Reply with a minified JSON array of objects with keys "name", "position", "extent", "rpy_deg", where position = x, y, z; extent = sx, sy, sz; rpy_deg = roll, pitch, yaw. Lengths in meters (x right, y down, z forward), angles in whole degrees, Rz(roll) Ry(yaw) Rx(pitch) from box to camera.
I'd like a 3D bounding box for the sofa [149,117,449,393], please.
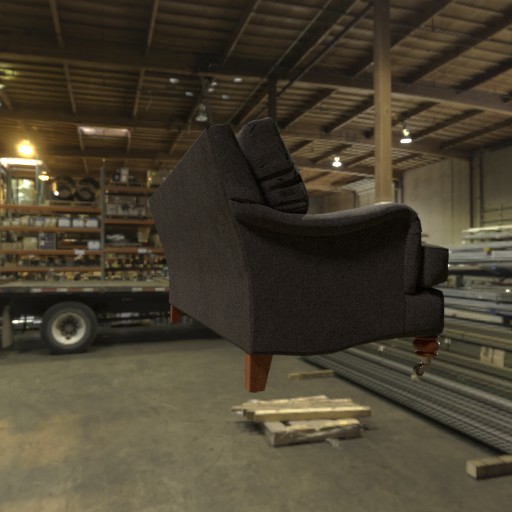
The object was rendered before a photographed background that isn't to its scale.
[{"name":"sofa","position":[0.000,0.000,2.713],"extent":[1.087,1.054,2.160],"rpy_deg":[0,-1,-19]}]
